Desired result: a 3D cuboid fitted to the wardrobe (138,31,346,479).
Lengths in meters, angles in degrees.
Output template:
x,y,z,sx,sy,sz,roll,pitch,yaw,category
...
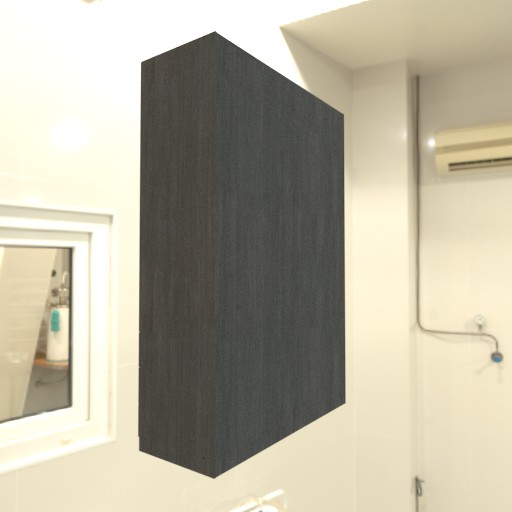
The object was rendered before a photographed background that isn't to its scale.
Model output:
x,y,z,sx,sy,sz,roll,pitch,yaw,category
0.000,0.000,2.558,0.510,1.910,1.290,-1,-2,36,wardrobe
